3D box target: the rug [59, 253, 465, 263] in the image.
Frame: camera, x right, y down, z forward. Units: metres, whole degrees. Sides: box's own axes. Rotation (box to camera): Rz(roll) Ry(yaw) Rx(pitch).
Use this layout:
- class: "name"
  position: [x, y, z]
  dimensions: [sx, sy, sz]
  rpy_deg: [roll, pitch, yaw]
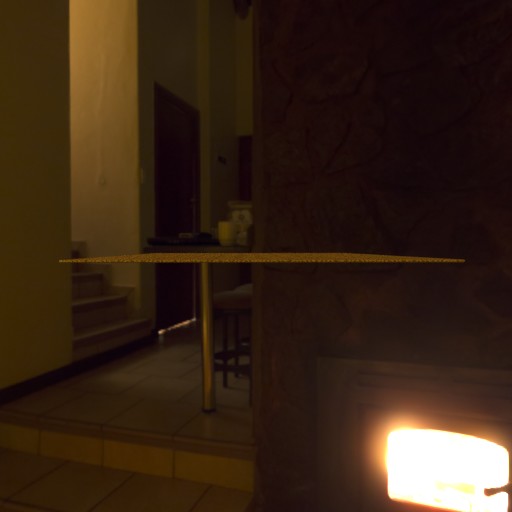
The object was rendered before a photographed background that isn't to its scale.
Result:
- class: "rug"
  position: [0.000, 0.000, 4.207]
  dimensions: [2.439, 0.014, 3.207]
  rpy_deg: [0, 1, -2]
